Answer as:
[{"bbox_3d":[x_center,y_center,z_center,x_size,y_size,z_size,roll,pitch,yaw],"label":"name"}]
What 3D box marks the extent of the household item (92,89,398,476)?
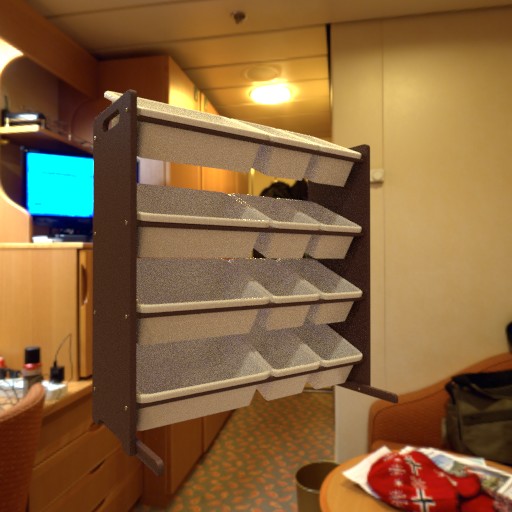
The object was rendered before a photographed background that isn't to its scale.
[{"bbox_3d":[0.000,0.000,1.243,0.787,0.864,0.389,0,-1,-36],"label":"household item"}]
